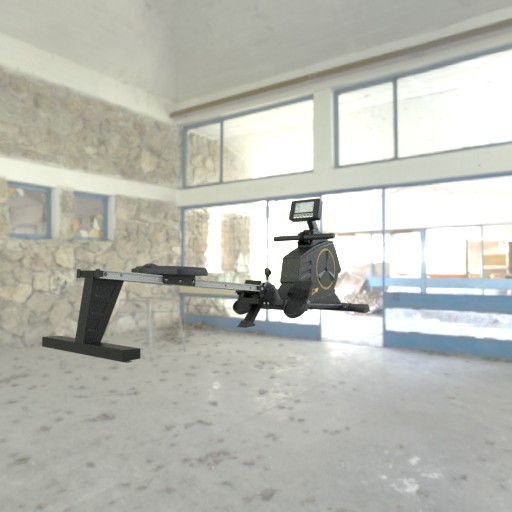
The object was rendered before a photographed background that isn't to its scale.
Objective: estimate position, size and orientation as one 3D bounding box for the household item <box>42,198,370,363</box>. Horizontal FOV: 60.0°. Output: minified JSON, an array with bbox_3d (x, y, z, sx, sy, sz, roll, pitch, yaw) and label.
[{"bbox_3d":[0.000,0.000,2.579,0.521,0.810,2.251,-1,-2,36],"label":"household item"}]
